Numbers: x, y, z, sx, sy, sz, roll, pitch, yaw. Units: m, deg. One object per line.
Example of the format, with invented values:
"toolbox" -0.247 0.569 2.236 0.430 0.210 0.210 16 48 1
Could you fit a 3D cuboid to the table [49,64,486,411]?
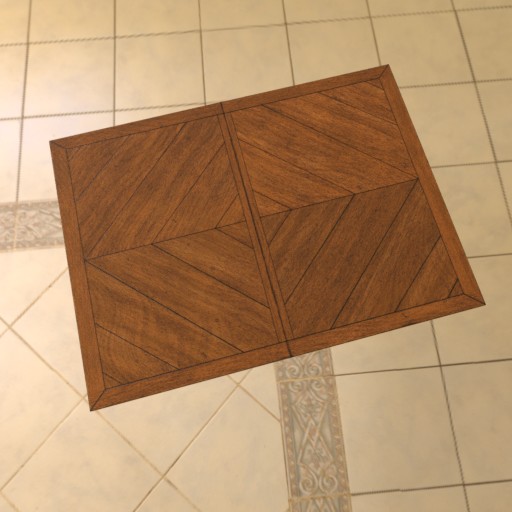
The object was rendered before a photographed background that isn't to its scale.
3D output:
"table" 0.000 0.000 1.569 1.027 0.760 0.757 -14 75 -4
